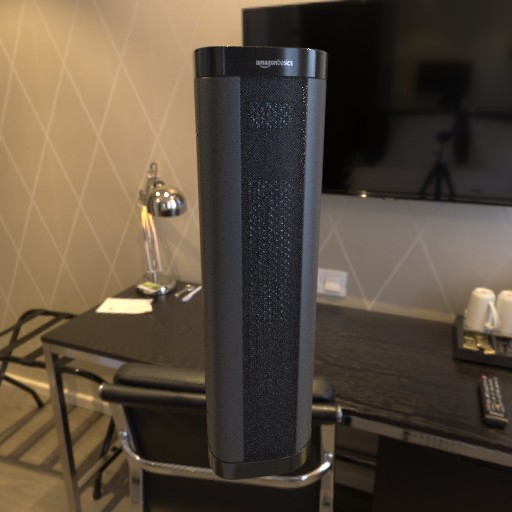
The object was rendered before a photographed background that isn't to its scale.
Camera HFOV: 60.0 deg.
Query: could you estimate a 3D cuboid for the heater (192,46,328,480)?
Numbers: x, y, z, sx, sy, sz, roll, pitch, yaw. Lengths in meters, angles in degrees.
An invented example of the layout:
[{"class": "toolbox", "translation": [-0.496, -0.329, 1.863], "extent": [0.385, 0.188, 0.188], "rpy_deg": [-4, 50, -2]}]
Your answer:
[{"class": "heater", "translation": [0.000, 0.000, 0.687], "extent": [0.174, 0.552, 0.312], "rpy_deg": [-2, 18, -8]}]
